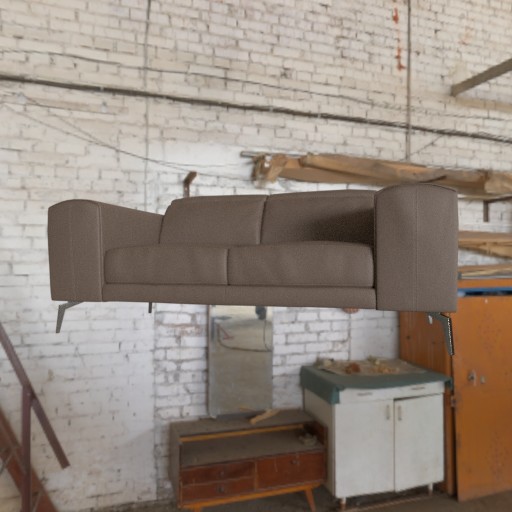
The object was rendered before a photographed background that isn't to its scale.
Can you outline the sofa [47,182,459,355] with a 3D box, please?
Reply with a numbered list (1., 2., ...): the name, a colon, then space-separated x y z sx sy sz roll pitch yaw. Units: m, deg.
1. sofa: 0.000 0.000 2.383 1.895 0.779 1.003 0 -1 17
